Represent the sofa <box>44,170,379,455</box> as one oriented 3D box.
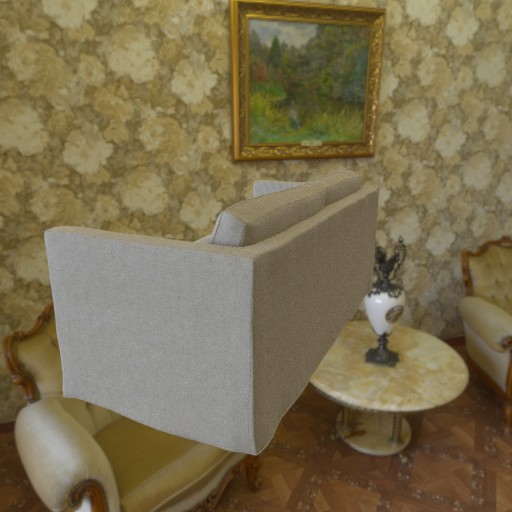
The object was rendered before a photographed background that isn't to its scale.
[{"bbox_3d":[0.000,0.000,2.444,0.956,0.847,1.987,8,18,25],"label":"sofa"}]
